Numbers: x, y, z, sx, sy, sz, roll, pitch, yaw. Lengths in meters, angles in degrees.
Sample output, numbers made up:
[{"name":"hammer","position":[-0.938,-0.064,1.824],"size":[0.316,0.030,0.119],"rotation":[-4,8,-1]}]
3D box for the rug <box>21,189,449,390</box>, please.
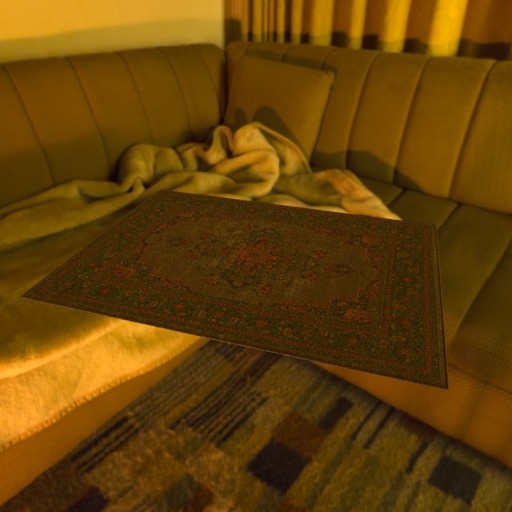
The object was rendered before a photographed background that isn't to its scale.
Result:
[{"name":"rug","position":[0.000,0.000,2.809],"size":[2.214,0.013,1.609],"rotation":[9,32,15]}]
